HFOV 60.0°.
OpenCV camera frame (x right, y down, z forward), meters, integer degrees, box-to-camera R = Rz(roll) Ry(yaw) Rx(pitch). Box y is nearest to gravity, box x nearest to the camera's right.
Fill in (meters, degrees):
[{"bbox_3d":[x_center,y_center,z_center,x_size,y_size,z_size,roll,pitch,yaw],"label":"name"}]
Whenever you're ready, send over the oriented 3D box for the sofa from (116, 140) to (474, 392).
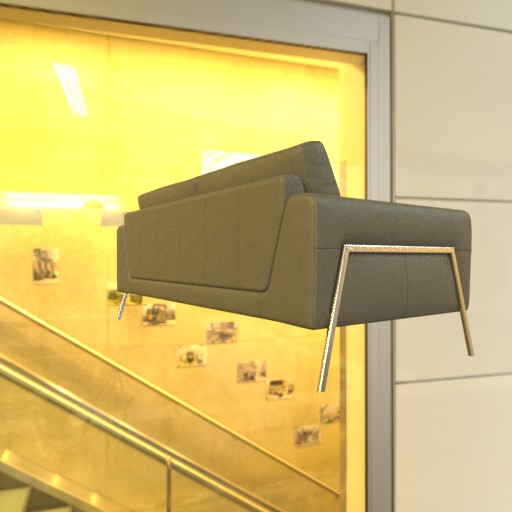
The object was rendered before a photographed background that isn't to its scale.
[{"bbox_3d":[0.000,0.000,2.498,0.953,0.875,2.017,0,0,-35],"label":"sofa"}]
